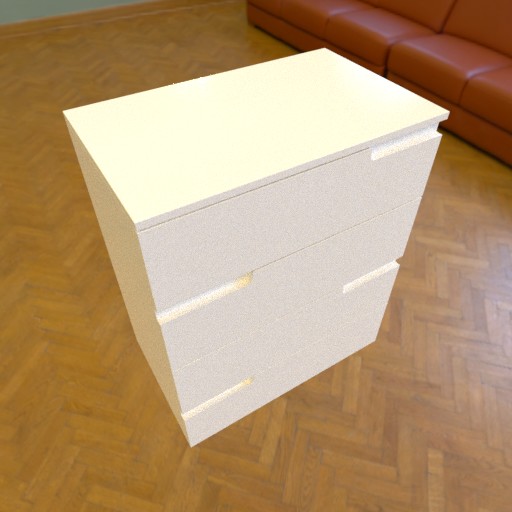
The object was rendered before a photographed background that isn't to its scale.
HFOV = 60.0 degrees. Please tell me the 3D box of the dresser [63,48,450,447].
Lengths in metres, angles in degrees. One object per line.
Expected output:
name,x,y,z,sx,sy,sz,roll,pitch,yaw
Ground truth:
dresser,0.000,0.000,1.153,0.650,0.800,0.400,-23,49,-22
